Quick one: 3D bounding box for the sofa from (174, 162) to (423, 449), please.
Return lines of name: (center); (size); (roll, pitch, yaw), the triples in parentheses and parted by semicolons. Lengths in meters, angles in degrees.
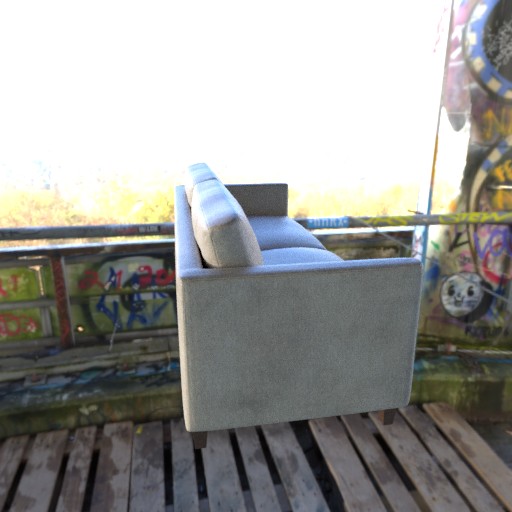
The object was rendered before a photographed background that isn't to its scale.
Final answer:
sofa: (0.000, 0.000, 2.677); (0.951, 0.965, 2.208); (-3, 18, -10)
